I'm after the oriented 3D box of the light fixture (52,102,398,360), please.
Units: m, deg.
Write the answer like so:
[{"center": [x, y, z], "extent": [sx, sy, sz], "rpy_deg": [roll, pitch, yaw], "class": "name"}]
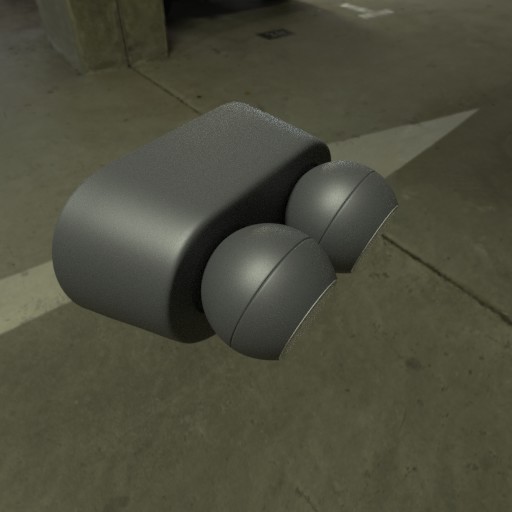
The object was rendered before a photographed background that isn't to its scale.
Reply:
[{"center": [0.000, 0.000, 0.337], "extent": [0.159, 0.159, 0.229], "rpy_deg": [25, 47, 26], "class": "light fixture"}]
